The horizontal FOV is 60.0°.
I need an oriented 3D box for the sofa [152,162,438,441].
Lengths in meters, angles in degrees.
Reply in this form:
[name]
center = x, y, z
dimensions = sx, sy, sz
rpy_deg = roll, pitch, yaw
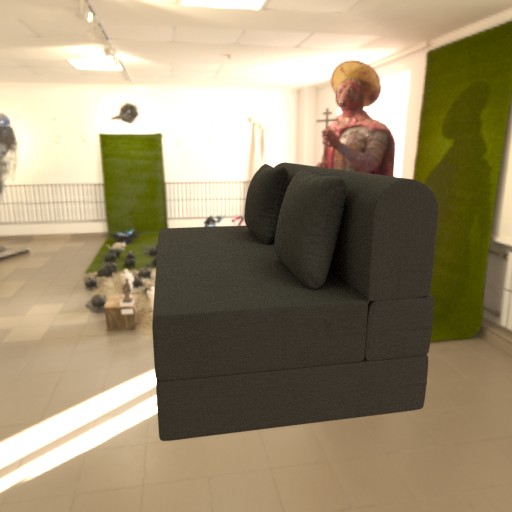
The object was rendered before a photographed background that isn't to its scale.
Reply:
[sofa]
center = 0.000, 0.000, 1.726
dimensions = 0.762, 0.670, 1.225
rpy_deg = -3, 14, -11
